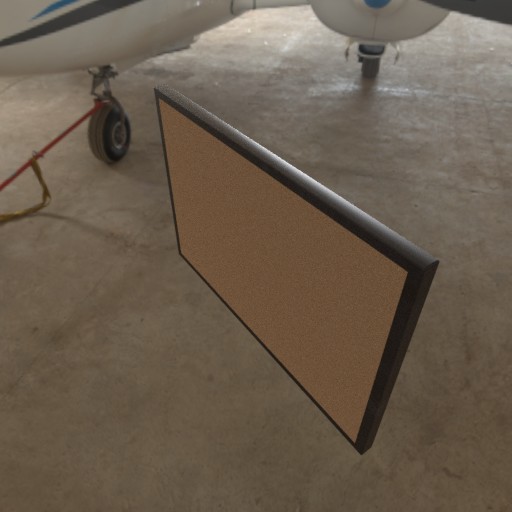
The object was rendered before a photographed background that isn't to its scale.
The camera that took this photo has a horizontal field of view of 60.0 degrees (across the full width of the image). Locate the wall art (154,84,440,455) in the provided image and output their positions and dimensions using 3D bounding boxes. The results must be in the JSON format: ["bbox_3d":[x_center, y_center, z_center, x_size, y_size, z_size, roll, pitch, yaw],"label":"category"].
[{"bbox_3d":[0.000,0.000,1.148,0.038,0.612,0.912,-25,47,-26],"label":"wall art"}]
